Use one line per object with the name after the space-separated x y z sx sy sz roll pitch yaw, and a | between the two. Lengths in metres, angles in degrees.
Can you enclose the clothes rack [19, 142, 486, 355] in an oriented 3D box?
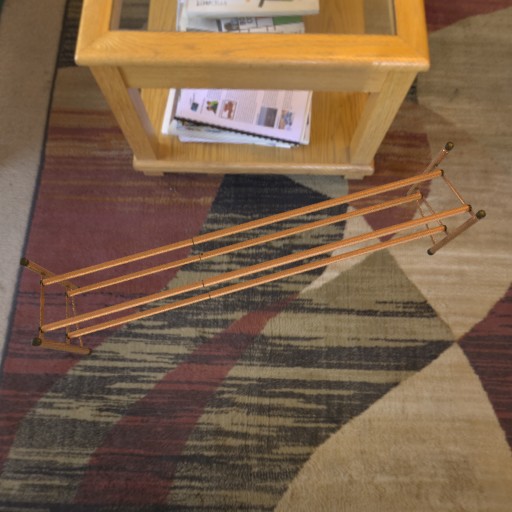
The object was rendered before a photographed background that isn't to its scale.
0.000 0.000 1.282 1.168 0.349 0.229 -16 75 -4 | clothes rack
